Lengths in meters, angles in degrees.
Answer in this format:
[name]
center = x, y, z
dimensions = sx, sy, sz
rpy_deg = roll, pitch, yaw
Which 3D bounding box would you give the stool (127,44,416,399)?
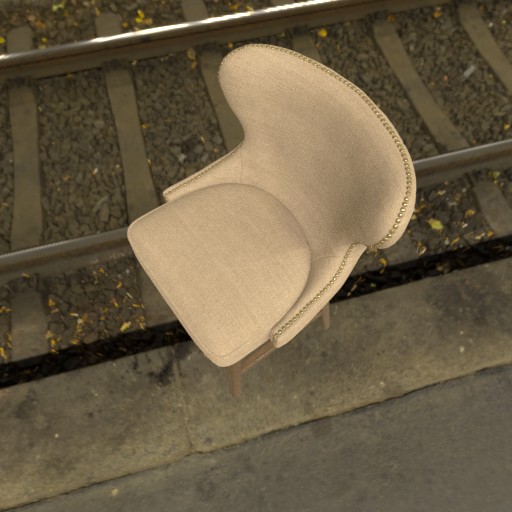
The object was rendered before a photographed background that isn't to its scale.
[stool]
center = 0.000, 0.000, 1.332
dimensions = 0.597, 0.972, 0.615
rpy_deg = -33, 68, -16
